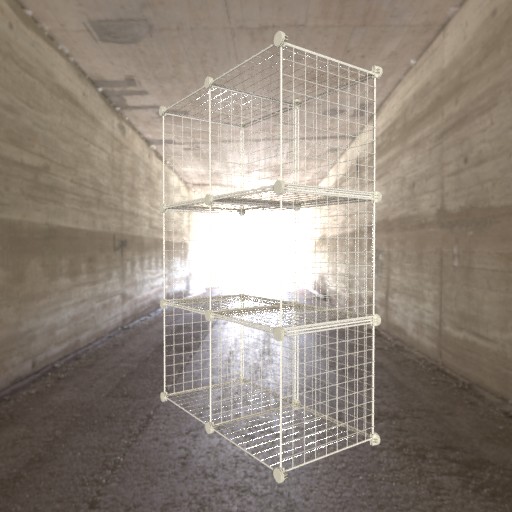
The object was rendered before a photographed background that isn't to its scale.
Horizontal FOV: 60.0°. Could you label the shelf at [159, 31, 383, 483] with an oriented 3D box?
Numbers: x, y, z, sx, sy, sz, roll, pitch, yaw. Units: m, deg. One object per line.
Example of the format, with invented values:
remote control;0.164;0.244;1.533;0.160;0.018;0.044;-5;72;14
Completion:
shelf;0.000;0.000;1.427;0.356;1.067;0.711;-1;2;-35
